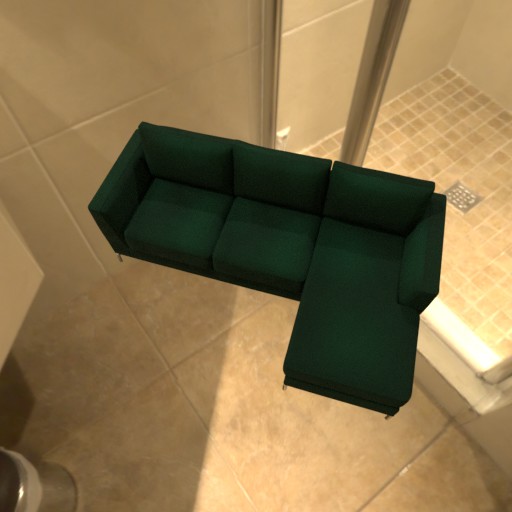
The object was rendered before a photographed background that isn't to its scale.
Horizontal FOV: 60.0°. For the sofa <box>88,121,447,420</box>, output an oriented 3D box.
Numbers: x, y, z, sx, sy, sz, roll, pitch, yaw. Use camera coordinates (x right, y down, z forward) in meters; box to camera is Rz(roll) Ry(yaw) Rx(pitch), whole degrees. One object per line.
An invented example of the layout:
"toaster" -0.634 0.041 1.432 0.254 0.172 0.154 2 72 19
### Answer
"sofa" 0.000 0.000 3.195 2.441 1.007 1.489 14 59 9
